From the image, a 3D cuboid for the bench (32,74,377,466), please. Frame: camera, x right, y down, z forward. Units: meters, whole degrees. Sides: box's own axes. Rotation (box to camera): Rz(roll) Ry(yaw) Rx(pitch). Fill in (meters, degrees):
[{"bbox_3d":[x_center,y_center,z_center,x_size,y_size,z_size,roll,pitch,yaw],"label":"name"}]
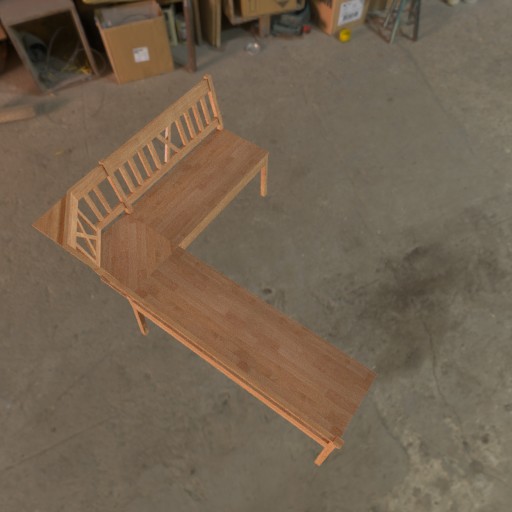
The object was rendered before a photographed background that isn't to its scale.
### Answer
[{"bbox_3d":[0.000,0.000,2.785,1.937,0.902,1.537,31,63,18],"label":"bench"}]
